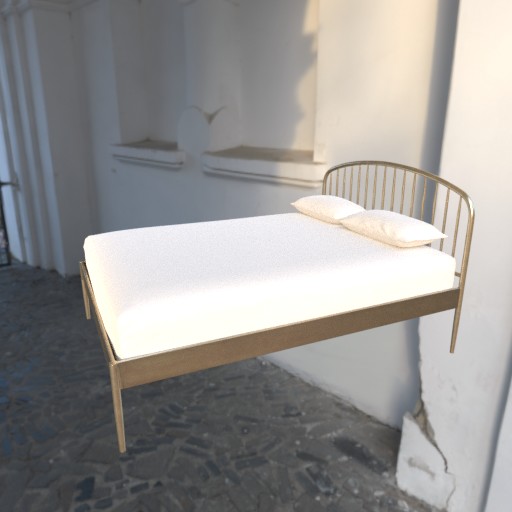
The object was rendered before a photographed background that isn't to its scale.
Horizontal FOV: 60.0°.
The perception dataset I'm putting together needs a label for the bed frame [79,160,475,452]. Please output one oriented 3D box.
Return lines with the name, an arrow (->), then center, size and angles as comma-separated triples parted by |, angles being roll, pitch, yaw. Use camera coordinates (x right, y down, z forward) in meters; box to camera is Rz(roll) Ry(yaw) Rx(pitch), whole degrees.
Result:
bed frame -> 0.000, 0.000, 3.002 | 2.152, 1.175, 1.612 | -8, 19, -24
